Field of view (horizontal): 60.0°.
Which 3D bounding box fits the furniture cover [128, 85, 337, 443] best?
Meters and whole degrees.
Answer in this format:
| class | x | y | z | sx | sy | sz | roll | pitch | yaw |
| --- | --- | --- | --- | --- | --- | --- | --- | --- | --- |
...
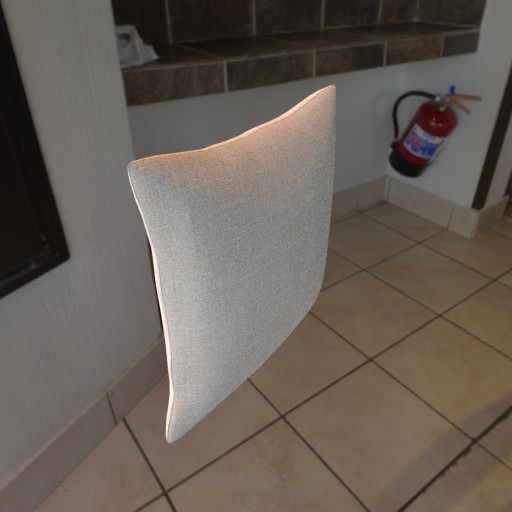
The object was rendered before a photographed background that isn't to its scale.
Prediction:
| class | x | y | z | sx | sy | sz | roll | pitch | yaw |
| --- | --- | --- | --- | --- | --- | --- | --- | --- | --- |
| furniture cover | 0.000 | 0.000 | 0.800 | 0.178 | 0.506 | 0.512 | 21 | 38 | 29 |
